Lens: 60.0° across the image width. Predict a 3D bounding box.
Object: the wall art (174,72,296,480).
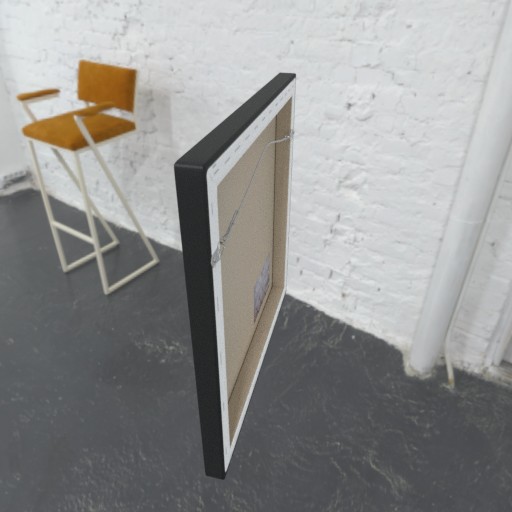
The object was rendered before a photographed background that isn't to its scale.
[{"bbox_3d":[0.000,0.000,0.914,0.043,0.611,0.610,8,33,12],"label":"wall art"}]
